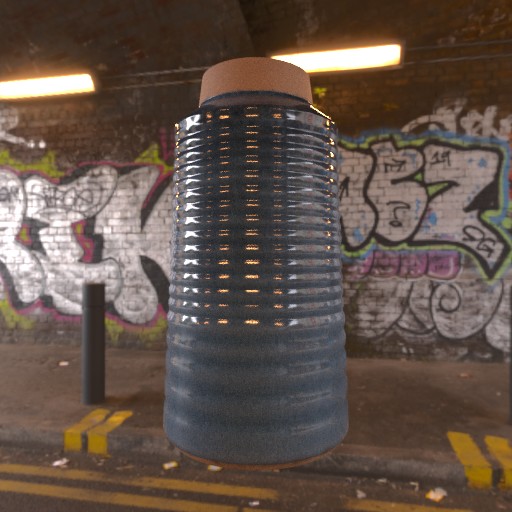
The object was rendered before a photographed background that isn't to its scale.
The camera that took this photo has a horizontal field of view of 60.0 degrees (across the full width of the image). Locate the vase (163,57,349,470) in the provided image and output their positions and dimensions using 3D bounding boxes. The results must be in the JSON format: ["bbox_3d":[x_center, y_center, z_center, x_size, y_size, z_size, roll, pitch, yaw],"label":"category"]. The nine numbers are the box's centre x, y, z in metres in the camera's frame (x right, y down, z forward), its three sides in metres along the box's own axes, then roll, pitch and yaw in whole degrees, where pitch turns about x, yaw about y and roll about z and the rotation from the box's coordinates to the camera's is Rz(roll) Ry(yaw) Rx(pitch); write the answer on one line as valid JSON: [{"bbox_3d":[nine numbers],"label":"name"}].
[{"bbox_3d":[0.000,0.000,0.399,0.163,0.316,0.163,0,0,0],"label":"vase"}]
